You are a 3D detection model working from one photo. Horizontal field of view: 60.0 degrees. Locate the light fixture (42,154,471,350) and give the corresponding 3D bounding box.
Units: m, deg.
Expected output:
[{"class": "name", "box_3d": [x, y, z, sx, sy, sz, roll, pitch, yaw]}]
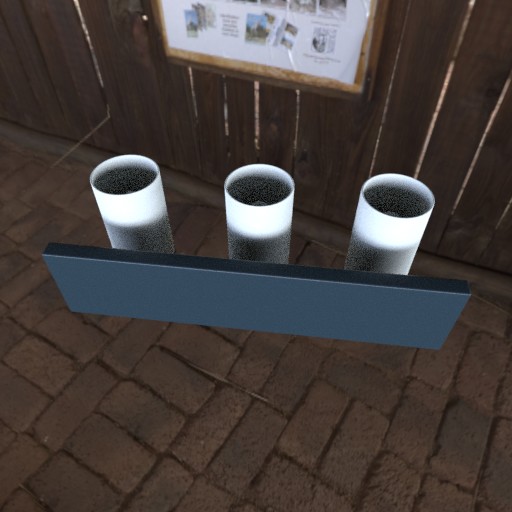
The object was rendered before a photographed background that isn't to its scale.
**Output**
[{"class": "light fixture", "box_3d": [0.000, 0.000, 0.546, 0.451, 0.172, 0.145, 5, 47, 5]}]
